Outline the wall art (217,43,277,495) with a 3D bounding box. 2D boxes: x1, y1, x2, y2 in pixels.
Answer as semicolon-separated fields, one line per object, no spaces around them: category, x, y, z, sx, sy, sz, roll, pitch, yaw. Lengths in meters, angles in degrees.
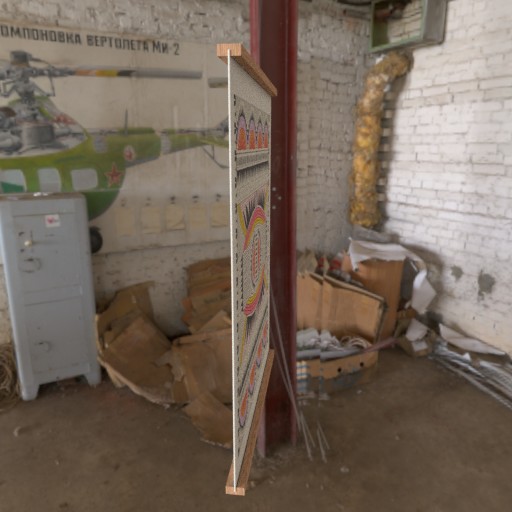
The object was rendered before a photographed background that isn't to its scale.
wall art;0.000;0.000;0.794;0.028;0.609;0.456;2;14;8
